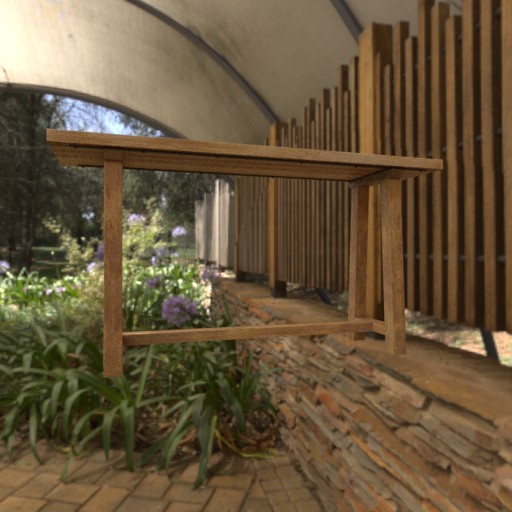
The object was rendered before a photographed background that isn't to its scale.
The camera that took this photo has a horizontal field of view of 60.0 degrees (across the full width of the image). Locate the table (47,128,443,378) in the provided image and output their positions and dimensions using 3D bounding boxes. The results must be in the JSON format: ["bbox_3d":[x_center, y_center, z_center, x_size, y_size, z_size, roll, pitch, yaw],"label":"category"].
[{"bbox_3d":[0.000,0.000,1.832,1.524,0.810,0.405,0,0,-18],"label":"table"}]
